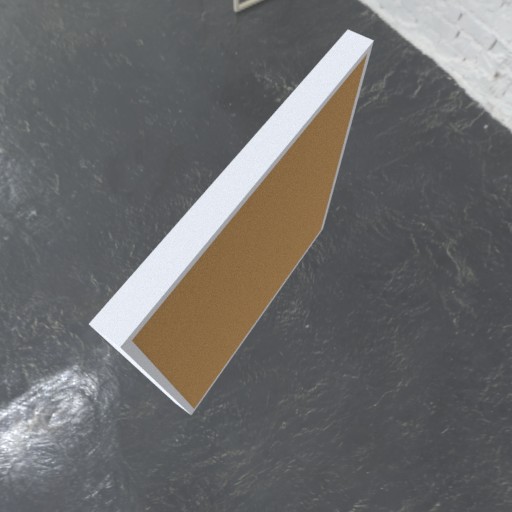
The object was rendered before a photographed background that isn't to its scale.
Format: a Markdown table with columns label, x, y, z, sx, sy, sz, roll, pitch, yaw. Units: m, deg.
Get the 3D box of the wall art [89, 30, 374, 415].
| label | x | y | z | sx | sy | sz | roll | pitch | yaw |
| --- | --- | --- | --- | --- | --- | --- | --- | --- | --- |
| wall art | 0.000 | 0.000 | 0.739 | 0.040 | 0.509 | 0.509 | 31 | 68 | 15 |
